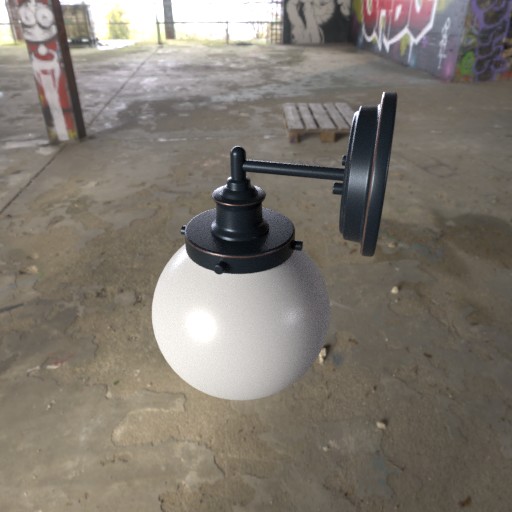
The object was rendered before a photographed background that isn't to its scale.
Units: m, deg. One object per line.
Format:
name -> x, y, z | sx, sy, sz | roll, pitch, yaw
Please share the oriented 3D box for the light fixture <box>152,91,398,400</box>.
light fixture -> 0.000, 0.000, 0.458 | 0.230, 0.332, 0.197 | 8, 32, 13
